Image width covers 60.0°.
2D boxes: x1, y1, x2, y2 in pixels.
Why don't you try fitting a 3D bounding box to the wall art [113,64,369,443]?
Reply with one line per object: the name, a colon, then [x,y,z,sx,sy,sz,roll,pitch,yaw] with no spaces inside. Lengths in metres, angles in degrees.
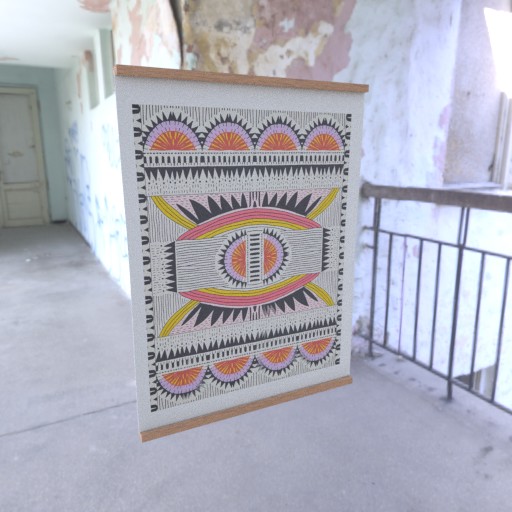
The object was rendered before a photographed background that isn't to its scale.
wall art: [0.000,0.000,0.805,0.456,0.609,0.028,-7,15,-26]
